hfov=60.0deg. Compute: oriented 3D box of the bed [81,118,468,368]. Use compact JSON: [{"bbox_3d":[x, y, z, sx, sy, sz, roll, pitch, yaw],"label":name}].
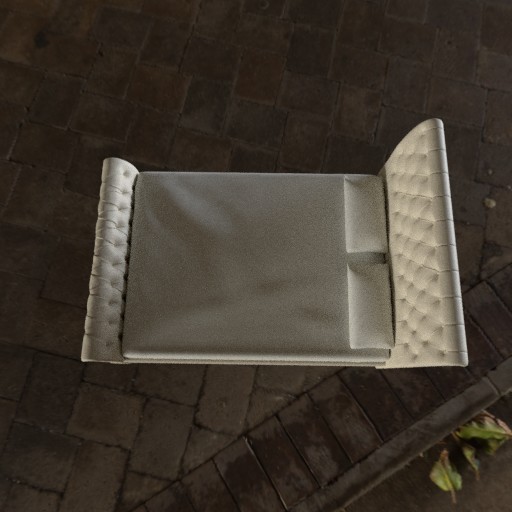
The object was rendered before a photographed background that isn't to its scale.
[{"bbox_3d":[0.000,0.000,3.355,2.493,1.268,1.606,1,75,0],"label":"bed"}]
